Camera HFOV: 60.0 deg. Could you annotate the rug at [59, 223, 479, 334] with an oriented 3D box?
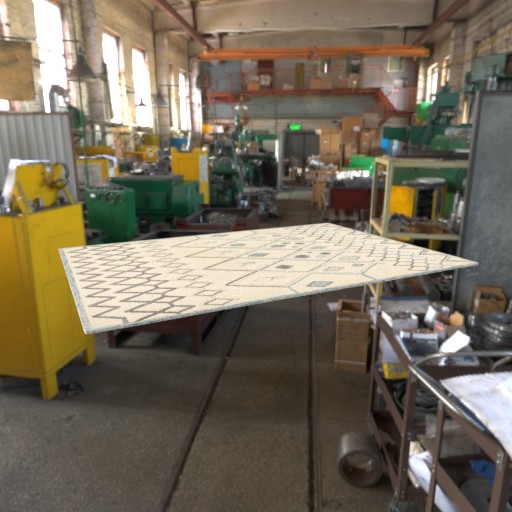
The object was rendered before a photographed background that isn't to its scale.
[{"bbox_3d":[0.000,0.000,2.314,1.820,0.009,1.260,-7,16,-26],"label":"rug"}]
